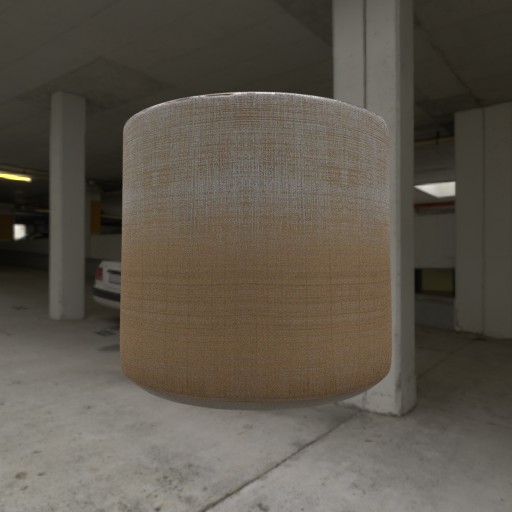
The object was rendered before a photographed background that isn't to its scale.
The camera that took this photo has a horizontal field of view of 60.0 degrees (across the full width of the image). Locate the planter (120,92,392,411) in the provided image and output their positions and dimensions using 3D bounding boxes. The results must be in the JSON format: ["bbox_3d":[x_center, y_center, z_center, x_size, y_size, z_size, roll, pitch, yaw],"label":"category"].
[{"bbox_3d":[0.000,0.000,0.377,0.221,0.201,0.221,0,-1,0],"label":"planter"}]
